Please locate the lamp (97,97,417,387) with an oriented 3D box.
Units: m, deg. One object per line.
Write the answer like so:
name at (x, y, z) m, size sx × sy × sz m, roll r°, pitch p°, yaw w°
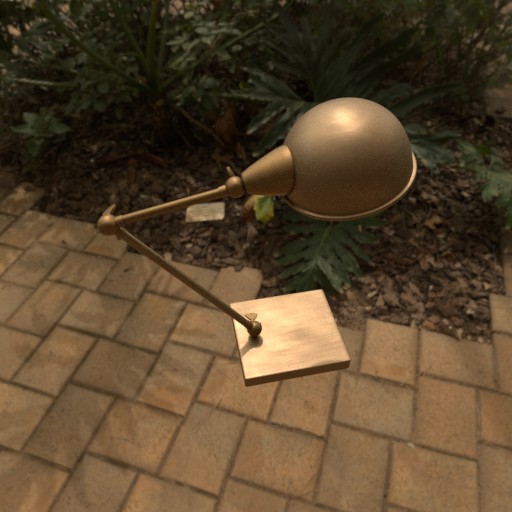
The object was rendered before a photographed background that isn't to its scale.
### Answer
lamp at (0.000, 0.000, 0.544) m, size 0.339 × 0.371 × 0.149 m, roll -8°, pitch 45°, yaw -8°
